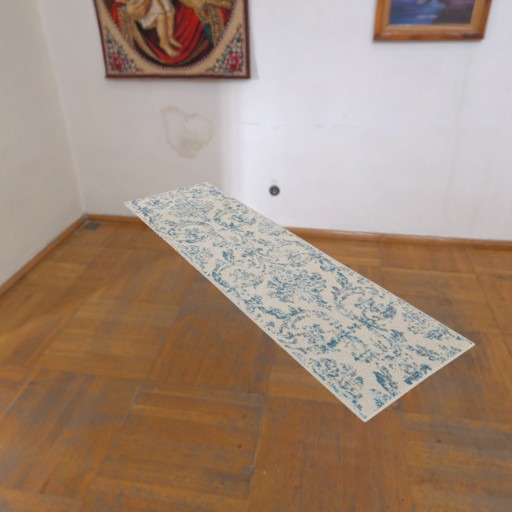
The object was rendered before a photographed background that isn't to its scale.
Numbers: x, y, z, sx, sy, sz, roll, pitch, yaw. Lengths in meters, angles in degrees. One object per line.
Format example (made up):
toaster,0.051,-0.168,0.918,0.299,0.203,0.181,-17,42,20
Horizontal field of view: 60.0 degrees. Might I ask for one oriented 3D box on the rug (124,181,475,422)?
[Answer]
rug,0.000,0.000,2.431,0.662,0.011,2.196,-20,37,-30
